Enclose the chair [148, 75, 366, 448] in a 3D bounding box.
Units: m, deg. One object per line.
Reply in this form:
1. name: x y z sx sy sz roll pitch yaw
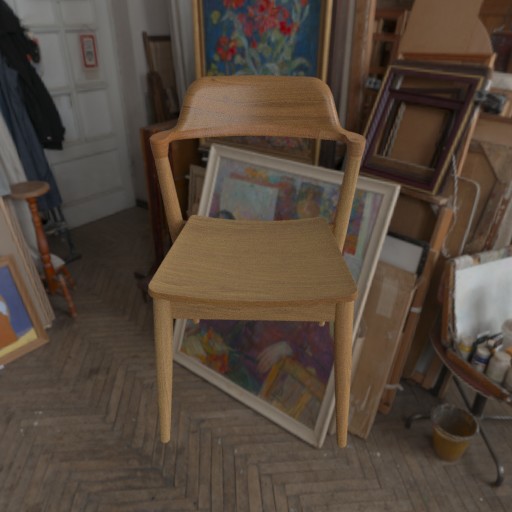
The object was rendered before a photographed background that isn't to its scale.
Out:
1. chair: 0.000 0.000 1.114 0.512 0.792 0.499 1 29 2
